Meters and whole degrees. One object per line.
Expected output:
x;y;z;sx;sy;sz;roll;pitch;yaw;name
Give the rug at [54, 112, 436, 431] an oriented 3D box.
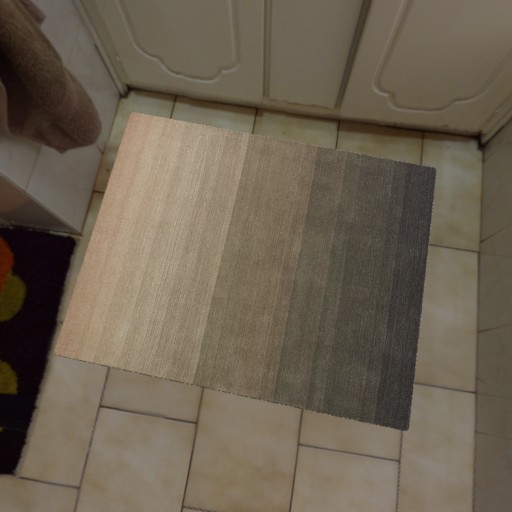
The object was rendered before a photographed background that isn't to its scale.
0.000;0.000;3.825;2.902;0.017;2.305;11;75;3;rug
